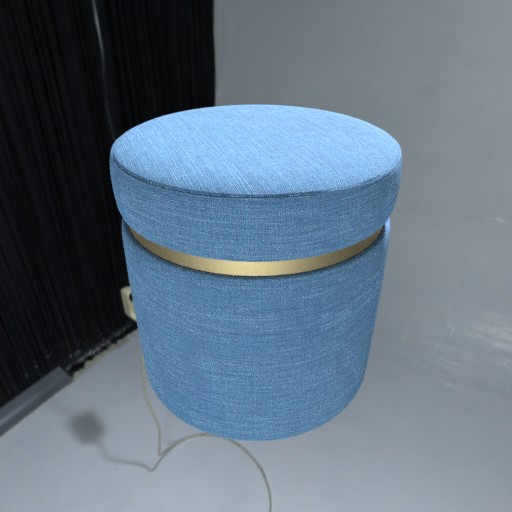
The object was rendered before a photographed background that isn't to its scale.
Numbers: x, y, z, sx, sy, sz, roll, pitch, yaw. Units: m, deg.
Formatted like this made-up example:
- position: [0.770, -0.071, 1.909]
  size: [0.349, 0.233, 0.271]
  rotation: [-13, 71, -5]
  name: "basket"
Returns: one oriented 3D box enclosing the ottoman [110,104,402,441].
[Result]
- position: [0.000, 0.000, 0.711]
  size: [0.398, 0.406, 0.398]
  rotation: [0, 32, 0]
  name: "ottoman"
